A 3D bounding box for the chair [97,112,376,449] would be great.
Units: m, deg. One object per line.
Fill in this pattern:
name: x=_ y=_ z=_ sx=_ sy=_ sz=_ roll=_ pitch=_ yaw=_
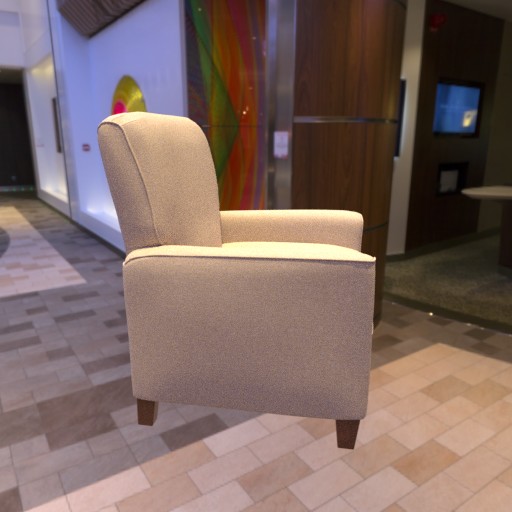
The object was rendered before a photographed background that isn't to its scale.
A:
chair: x=0.000 y=0.000 z=1.668 sx=0.858 sy=1.023 sz=0.841 roll=3 pitch=15 yaw=10
